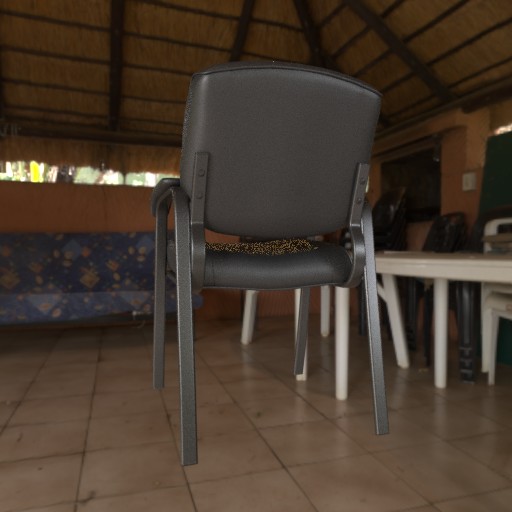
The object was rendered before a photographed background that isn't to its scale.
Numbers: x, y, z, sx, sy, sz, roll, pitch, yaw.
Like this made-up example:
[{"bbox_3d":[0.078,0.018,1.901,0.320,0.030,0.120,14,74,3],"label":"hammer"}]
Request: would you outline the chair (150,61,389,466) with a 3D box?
[{"bbox_3d":[0.000,0.000,1.322,0.591,0.910,0.668,-1,2,-19],"label":"chair"}]
